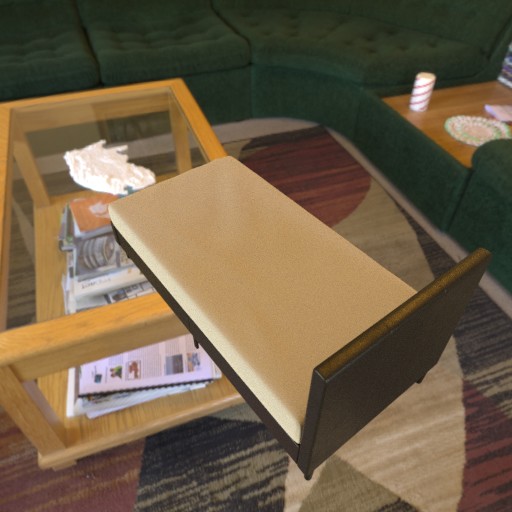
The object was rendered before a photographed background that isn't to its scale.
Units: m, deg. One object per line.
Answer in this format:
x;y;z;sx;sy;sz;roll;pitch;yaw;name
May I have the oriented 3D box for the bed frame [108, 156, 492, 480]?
0.000;0.000;2.530;1.038;1.046;2.152;-28;51;-26;bed frame
